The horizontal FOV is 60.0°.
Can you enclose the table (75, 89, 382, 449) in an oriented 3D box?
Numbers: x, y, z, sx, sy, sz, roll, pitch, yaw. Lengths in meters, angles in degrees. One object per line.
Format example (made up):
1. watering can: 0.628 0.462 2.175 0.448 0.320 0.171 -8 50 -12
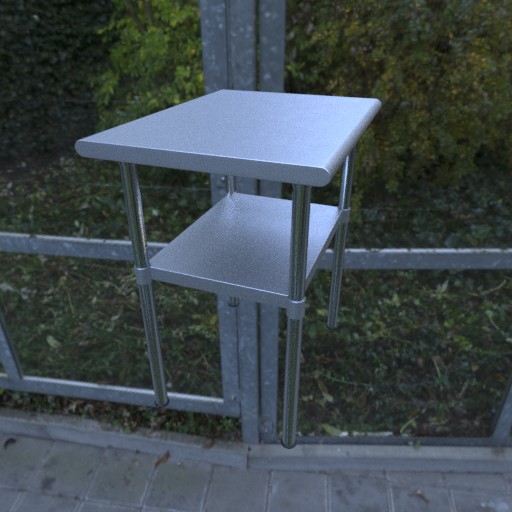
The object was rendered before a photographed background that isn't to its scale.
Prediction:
1. table: 0.000 0.000 1.422 0.584 0.876 0.762 10 31 18
